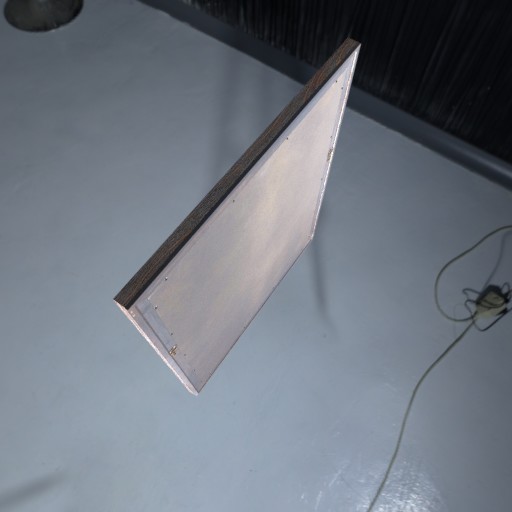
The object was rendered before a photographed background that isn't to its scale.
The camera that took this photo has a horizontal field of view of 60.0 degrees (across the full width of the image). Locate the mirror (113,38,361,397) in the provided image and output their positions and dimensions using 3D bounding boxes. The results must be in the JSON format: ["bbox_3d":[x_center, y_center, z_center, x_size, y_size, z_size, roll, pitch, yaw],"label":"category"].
[{"bbox_3d":[0.000,0.000,1.214,0.032,0.882,0.730,32,68,15],"label":"mirror"}]
